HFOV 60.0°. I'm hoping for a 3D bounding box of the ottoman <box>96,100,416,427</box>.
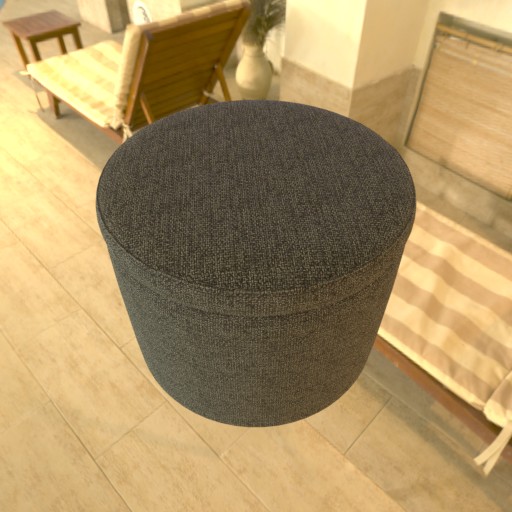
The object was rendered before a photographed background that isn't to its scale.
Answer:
[{"bbox_3d":[0.000,0.000,0.863,0.520,0.430,0.520,0,46,0],"label":"ottoman"}]
